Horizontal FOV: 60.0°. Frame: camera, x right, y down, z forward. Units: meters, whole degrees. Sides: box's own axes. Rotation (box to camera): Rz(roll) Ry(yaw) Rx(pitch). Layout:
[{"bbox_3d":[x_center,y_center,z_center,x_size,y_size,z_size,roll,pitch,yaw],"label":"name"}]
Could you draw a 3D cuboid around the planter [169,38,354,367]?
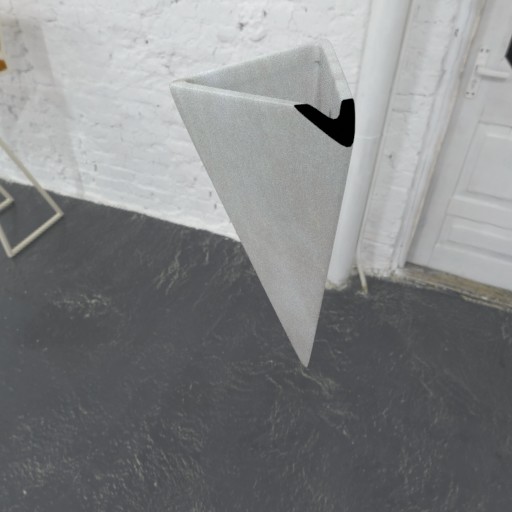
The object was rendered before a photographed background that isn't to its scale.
[{"bbox_3d":[0.000,0.000,0.158,0.047,0.130,0.058,1,40,1],"label":"planter"}]
